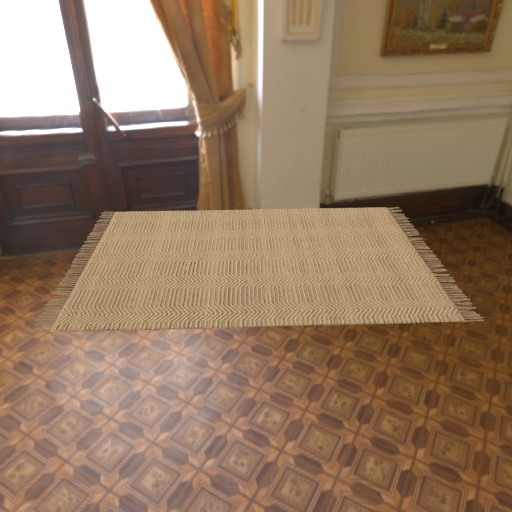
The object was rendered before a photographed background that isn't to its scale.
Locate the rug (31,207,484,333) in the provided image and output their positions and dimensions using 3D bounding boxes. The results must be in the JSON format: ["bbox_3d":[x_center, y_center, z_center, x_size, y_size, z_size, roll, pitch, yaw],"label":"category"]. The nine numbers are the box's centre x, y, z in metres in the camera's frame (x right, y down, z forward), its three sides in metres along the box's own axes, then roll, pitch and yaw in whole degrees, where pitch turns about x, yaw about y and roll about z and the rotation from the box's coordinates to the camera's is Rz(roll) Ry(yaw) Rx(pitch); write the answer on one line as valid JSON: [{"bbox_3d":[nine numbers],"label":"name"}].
[{"bbox_3d":[0.000,0.000,2.472,2.021,0.027,1.224,-1,31,-2],"label":"rug"}]
